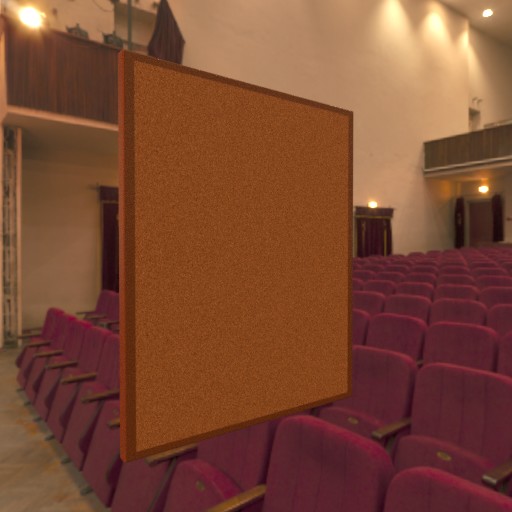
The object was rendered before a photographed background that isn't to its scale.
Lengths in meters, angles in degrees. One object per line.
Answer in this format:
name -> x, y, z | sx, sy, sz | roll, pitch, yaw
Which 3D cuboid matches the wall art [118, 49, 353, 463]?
wall art -> 0.000, 0.000, 0.502 | 0.310, 0.379, 0.015 | -1, 1, -36
